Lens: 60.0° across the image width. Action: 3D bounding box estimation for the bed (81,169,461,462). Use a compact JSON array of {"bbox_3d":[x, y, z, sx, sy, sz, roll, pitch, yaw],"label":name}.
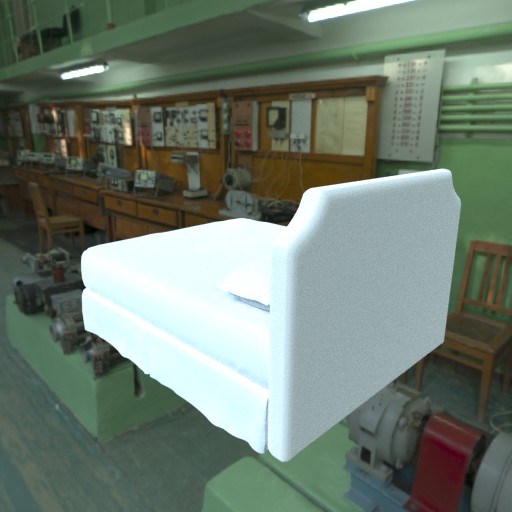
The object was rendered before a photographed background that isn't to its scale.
[{"bbox_3d":[0.000,0.000,3.789,2.134,1.524,2.548,-15,22,-42],"label":"bed"}]
